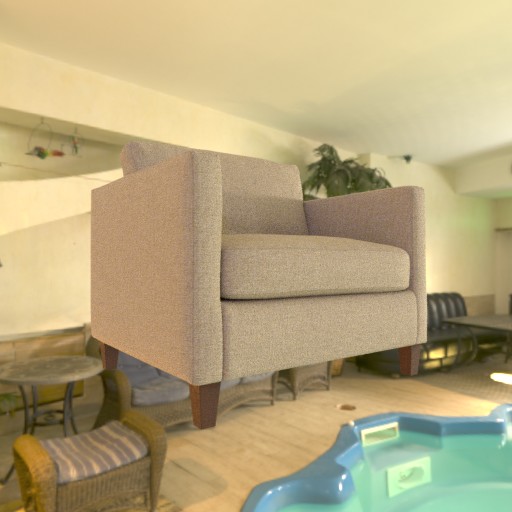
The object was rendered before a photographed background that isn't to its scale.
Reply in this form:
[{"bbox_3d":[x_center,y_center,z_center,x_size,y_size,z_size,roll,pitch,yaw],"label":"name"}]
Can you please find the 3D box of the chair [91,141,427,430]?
[{"bbox_3d":[0.000,0.000,1.846,1.107,0.961,0.959,0,-1,-36],"label":"chair"}]
